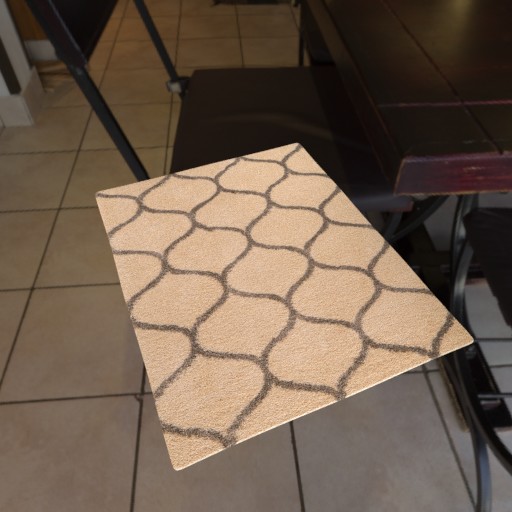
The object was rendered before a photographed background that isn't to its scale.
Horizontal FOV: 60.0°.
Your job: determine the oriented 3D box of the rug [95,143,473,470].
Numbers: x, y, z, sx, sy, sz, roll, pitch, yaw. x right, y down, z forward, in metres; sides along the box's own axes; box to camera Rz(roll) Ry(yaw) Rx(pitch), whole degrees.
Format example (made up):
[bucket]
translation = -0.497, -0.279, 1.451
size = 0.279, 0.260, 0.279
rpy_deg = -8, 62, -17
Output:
[rug]
translation = 0.000, 0.000, 4.034
size = 2.399, 0.026, 3.000
rpy_deg = -17, 49, -16
